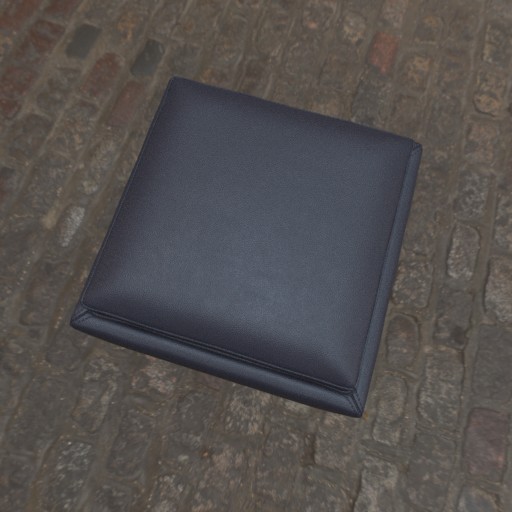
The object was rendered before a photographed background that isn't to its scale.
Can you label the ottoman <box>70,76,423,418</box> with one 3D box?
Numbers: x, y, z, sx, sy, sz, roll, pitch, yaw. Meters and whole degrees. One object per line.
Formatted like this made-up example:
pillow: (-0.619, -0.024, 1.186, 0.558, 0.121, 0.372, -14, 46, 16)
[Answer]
ottoman: (0.000, 0.000, 0.820, 0.451, 0.460, 0.450, 16, 75, 4)
